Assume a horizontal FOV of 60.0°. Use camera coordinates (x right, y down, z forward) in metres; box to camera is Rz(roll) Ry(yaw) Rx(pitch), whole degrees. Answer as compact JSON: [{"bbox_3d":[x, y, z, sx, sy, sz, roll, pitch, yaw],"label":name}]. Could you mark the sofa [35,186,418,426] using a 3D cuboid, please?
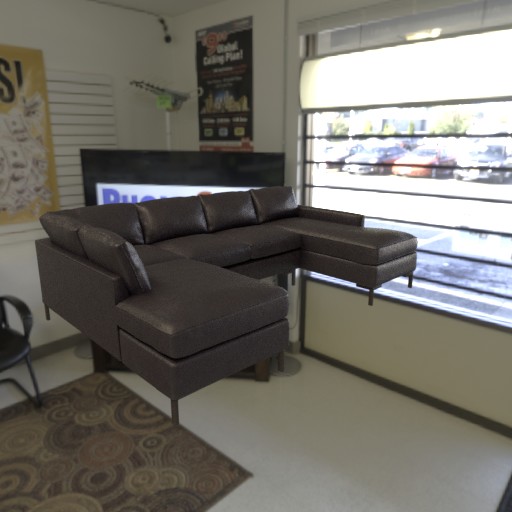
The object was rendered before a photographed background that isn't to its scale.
[{"bbox_3d":[0.000,0.000,3.758,2.956,0.900,1.939,-14,20,-42],"label":"sofa"}]
